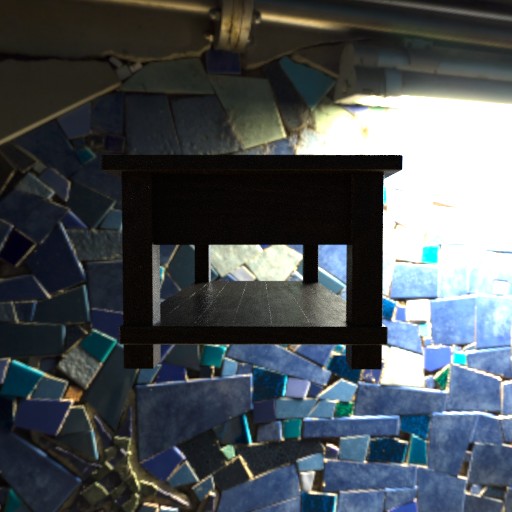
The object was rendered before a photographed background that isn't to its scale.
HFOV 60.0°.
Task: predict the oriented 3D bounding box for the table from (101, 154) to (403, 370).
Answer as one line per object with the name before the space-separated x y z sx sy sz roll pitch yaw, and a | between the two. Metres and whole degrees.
table | 0.000 0.000 1.633 0.700 0.494 1.270 0 2 1
